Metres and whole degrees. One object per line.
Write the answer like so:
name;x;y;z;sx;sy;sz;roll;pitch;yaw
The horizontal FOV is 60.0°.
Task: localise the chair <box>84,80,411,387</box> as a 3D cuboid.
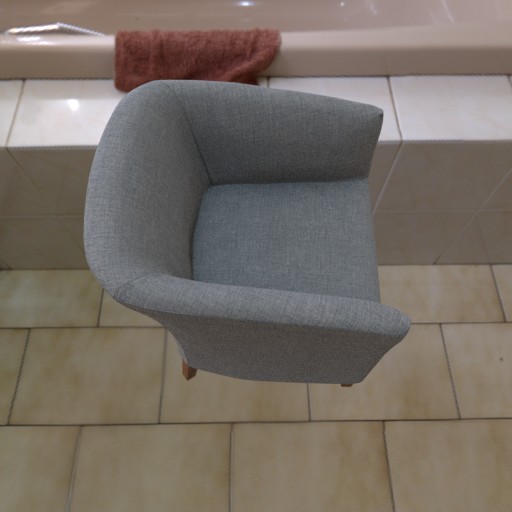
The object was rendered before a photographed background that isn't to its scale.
chair;0.000;0.000;1.227;0.668;0.771;0.600;2;63;1
